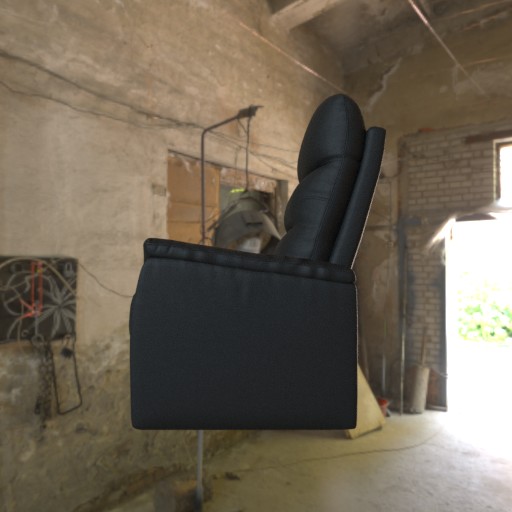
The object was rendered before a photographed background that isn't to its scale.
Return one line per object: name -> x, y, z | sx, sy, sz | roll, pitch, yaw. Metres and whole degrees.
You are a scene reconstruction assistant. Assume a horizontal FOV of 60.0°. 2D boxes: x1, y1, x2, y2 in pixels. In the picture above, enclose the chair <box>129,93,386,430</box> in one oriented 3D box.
chair -> 0.000, 0.000, 1.662 | 0.831, 1.082, 0.775 | 0, -1, 0
